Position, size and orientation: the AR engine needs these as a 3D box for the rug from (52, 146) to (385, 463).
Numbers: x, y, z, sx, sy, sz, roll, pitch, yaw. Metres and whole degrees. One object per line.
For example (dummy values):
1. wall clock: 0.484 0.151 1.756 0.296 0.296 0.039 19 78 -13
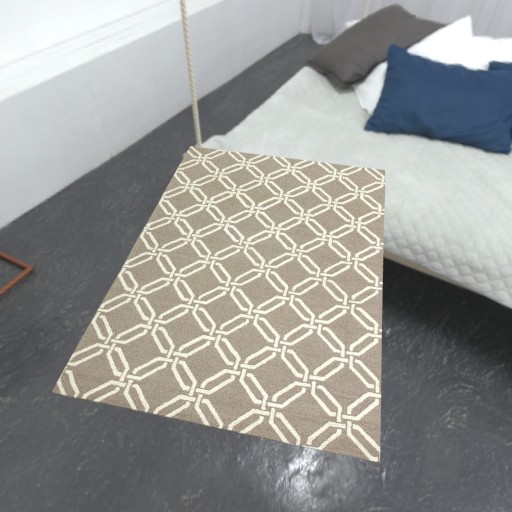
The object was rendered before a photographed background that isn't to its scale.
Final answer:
1. rug: 0.000 0.000 4.320 2.441 0.020 3.419 9 47 8
